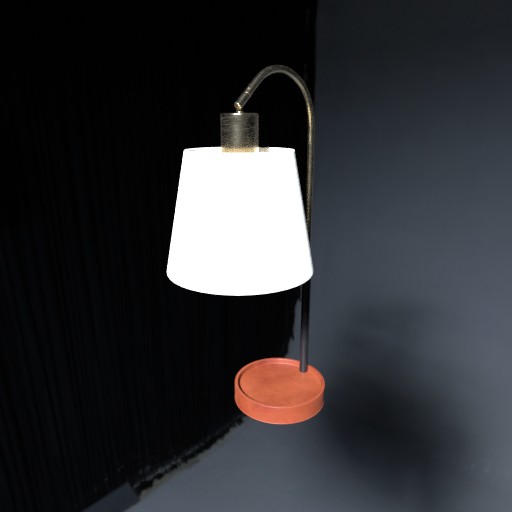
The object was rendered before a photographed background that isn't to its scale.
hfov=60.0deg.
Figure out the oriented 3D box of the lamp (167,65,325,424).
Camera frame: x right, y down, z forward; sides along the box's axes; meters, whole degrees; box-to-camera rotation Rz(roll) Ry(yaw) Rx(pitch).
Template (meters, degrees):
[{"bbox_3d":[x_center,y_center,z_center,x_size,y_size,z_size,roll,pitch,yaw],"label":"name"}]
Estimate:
[{"bbox_3d":[0.000,0.000,0.663,0.211,0.536,0.273,16,23,42],"label":"lamp"}]
